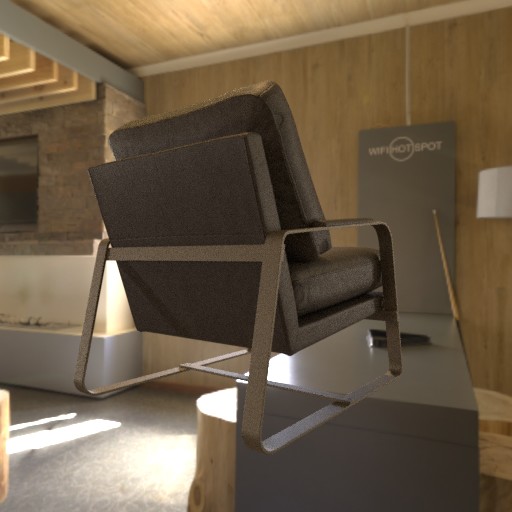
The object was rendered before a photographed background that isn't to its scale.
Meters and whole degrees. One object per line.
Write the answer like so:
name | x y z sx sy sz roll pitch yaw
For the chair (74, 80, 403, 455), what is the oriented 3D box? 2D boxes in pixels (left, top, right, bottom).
chair | 0.000 0.000 1.453 0.692 0.839 0.878 0 0 38
